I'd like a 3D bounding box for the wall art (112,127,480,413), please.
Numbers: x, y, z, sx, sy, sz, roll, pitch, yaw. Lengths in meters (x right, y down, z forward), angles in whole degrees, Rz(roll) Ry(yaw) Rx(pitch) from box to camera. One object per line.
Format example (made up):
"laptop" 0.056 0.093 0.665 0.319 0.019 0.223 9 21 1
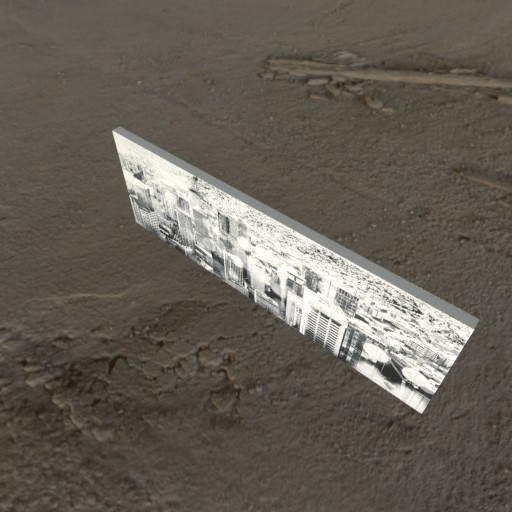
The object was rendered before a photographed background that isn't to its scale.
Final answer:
"wall art" 0.000 0.000 1.686 1.520 0.507 0.044 31 54 26
